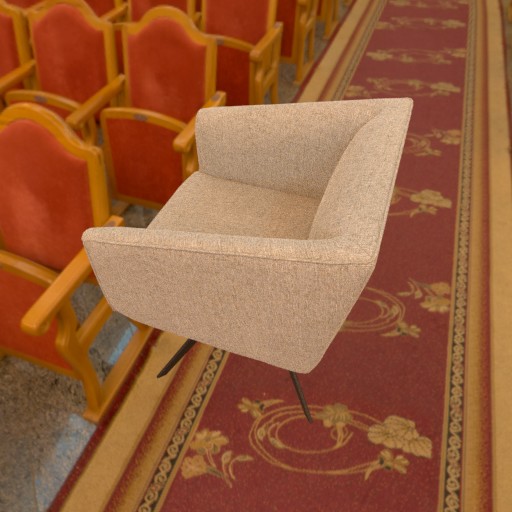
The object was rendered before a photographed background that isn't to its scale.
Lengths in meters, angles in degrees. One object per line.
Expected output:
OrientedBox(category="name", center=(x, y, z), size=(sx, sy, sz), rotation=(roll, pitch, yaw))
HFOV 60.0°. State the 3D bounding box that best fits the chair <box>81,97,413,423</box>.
OrientedBox(category="chair", center=(0.000, 0.000, 1.243), size=(0.623, 0.760, 0.628), rotation=(14, 47, 14))
